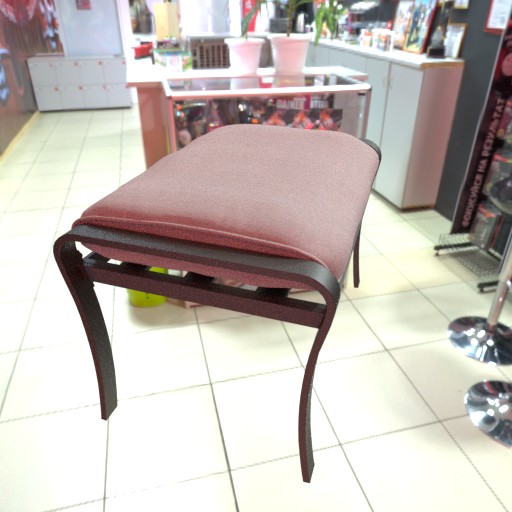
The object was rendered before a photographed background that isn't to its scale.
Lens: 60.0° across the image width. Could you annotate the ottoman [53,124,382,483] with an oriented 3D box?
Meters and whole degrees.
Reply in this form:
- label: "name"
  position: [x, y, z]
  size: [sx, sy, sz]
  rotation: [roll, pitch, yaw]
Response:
- label: "ottoman"
  position: [0.000, 0.000, 0.893]
  size: [0.406, 0.422, 0.610]
  rotation: [10, 32, 16]
